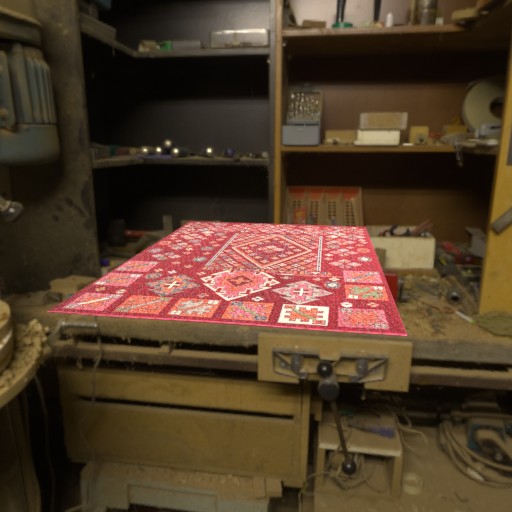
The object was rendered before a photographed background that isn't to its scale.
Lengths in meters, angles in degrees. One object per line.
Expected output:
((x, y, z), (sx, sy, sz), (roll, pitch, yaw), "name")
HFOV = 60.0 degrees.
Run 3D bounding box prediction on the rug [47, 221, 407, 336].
((0.000, 0.000, 2.932), (1.579, 0.007, 2.184), (2, 16, 9), "rug")
